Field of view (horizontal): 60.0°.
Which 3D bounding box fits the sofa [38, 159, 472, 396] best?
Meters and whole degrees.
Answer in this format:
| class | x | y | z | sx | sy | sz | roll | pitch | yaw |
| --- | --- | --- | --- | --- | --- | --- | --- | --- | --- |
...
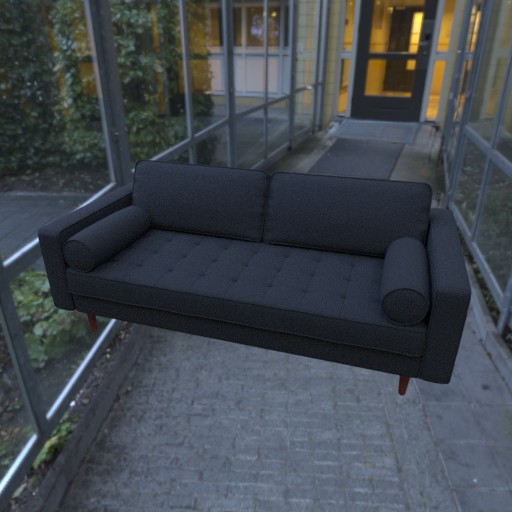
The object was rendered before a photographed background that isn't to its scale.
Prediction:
| class | x | y | z | sx | sy | sz | roll | pitch | yaw |
| --- | --- | --- | --- | --- | --- | --- | --- | --- | --- |
| sofa | 0.000 | 0.000 | 2.256 | 1.875 | 0.759 | 0.914 | 8 | 27 | 16 |
